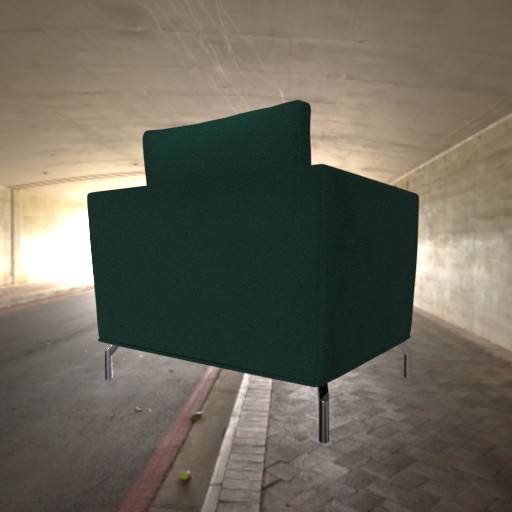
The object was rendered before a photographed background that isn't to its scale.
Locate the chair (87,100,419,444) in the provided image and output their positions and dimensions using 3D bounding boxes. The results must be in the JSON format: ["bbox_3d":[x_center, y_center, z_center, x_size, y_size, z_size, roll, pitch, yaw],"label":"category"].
[{"bbox_3d":[0.000,0.000,1.774,1.047,0.997,0.852,1,2,36],"label":"chair"}]
